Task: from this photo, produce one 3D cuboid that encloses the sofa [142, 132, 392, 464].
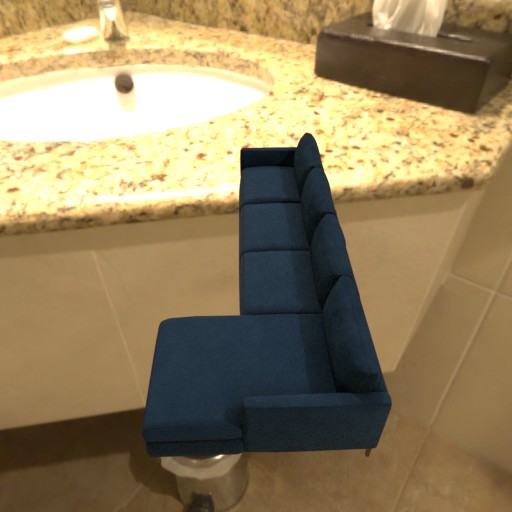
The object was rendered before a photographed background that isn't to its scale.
[{"bbox_3d":[0.000,0.000,3.495,1.350,0.810,2.932,-1,41,-1],"label":"sofa"}]
